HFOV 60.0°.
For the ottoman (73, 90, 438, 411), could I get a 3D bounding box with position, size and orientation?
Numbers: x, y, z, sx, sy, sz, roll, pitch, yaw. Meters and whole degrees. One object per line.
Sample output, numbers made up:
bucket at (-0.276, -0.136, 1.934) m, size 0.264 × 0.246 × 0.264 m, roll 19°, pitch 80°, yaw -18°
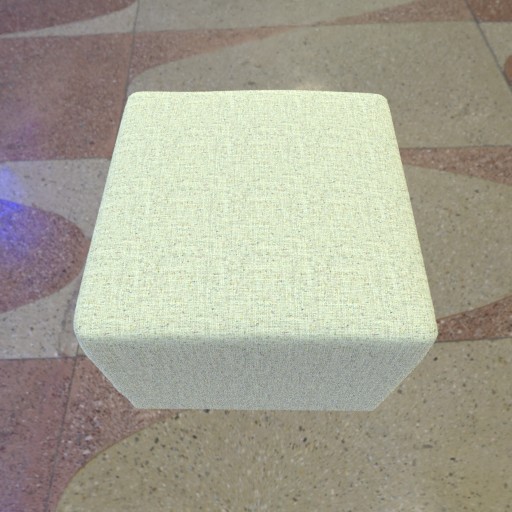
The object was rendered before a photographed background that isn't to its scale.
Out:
ottoman at (0.000, 0.000, 0.889) m, size 0.512 × 0.453 × 0.521 m, roll 0°, pitch 58°, yaw 0°
